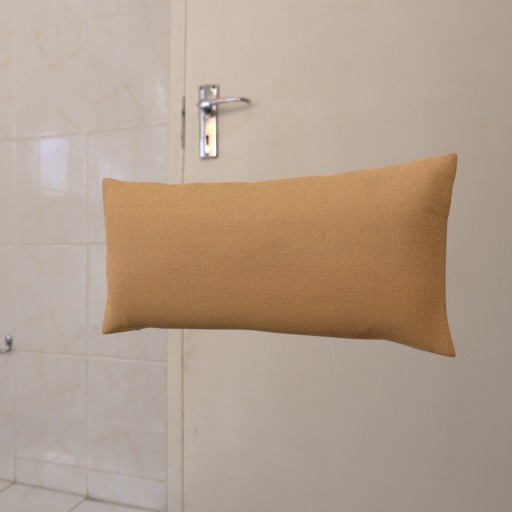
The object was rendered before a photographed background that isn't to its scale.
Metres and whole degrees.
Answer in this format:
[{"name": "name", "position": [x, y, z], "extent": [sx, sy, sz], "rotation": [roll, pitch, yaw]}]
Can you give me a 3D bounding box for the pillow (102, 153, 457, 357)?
[{"name": "pillow", "position": [0.000, 0.000, 0.732], "extent": [0.608, 0.291, 0.151], "rotation": [0, 0, 19]}]
